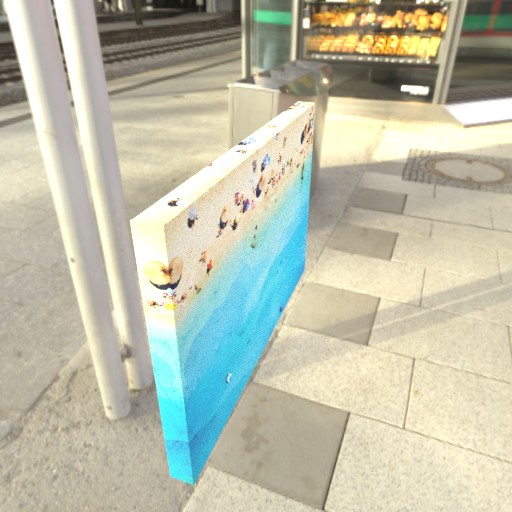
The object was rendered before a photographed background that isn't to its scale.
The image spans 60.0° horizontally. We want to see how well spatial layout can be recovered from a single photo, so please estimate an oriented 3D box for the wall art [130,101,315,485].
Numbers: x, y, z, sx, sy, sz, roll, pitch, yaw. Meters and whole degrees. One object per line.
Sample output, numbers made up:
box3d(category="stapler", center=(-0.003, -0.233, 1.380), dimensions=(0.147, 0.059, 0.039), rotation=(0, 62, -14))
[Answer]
box3d(category="wall art", center=(0.000, 0.000, 1.134), dimensions=(0.057, 0.595, 0.894), rotation=(10, 32, 17))
